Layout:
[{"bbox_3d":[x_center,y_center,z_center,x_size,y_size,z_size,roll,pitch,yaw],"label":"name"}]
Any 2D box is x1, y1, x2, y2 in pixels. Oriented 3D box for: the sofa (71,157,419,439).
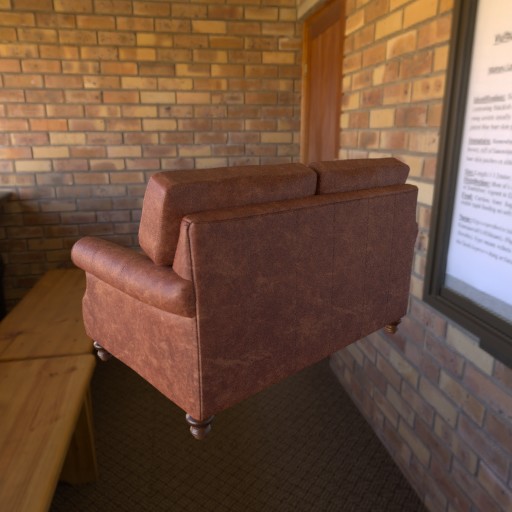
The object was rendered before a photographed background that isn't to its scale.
[{"bbox_3d":[0.000,0.000,2.257,1.616,0.967,0.990,-14,20,-41],"label":"sofa"}]
